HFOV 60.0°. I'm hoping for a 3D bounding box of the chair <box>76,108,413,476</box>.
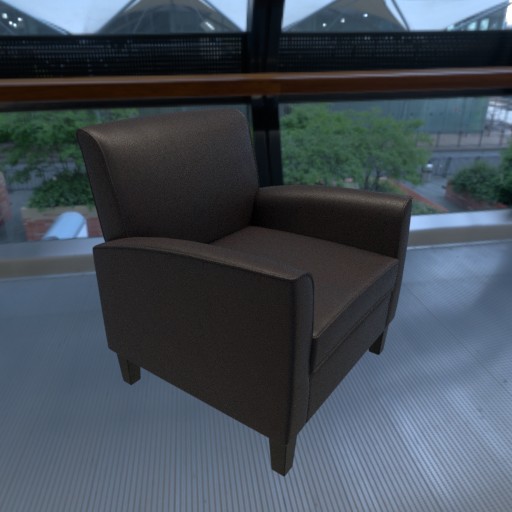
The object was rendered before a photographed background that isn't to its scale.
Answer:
[{"bbox_3d":[0.000,0.000,1.553,0.819,0.916,0.820,16,29,33],"label":"chair"}]
